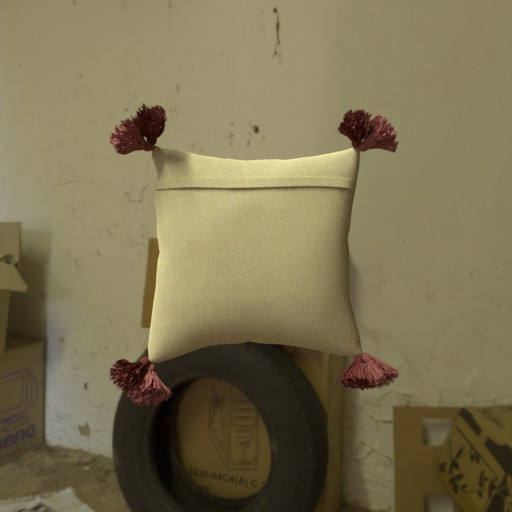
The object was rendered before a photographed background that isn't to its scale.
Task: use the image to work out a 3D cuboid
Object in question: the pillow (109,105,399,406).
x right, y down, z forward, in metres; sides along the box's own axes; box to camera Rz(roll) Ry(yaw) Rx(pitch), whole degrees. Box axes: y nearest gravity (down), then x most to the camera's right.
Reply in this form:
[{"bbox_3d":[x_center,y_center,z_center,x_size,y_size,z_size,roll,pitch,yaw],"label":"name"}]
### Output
[{"bbox_3d":[0.000,0.000,0.995,0.641,0.659,0.138,0,1,-1],"label":"pillow"}]
